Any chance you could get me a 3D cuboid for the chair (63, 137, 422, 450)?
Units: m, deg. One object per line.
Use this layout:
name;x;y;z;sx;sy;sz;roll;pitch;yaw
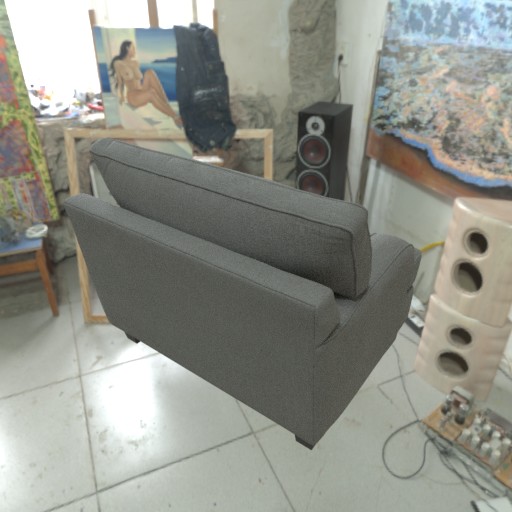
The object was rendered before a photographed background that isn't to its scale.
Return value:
chair;0.000;0.000;1.994;1.220;1.016;1.041;21;37;31
